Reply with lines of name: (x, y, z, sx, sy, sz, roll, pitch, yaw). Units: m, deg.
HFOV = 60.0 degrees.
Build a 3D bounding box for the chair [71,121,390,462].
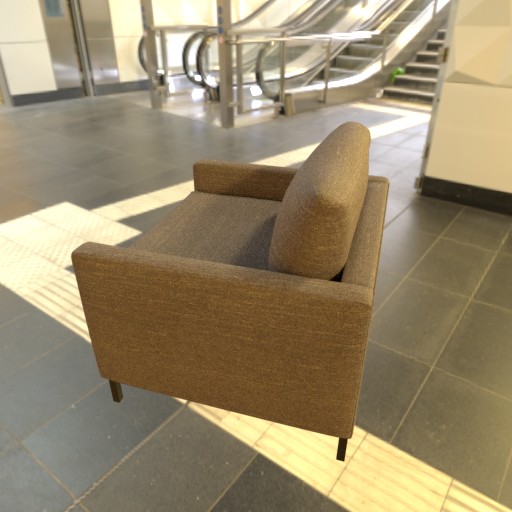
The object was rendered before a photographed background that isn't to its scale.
chair: (0.000, 0.000, 1.593, 0.845, 0.841, 0.940, 9, 31, 15)
